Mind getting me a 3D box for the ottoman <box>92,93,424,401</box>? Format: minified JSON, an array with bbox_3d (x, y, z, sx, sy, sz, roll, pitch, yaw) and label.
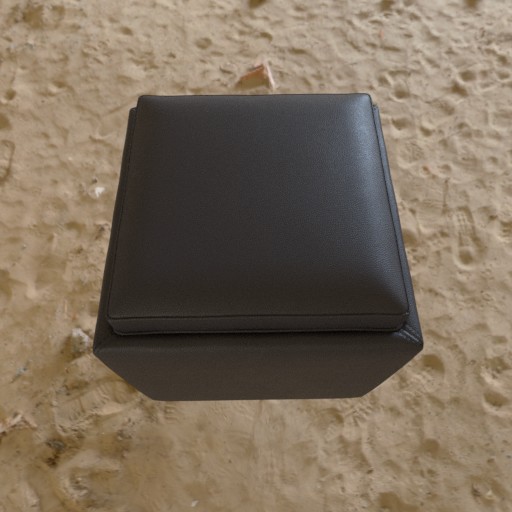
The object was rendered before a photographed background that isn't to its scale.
[{"bbox_3d":[0.000,0.000,0.810,0.450,0.460,0.451,-1,63,0],"label":"ottoman"}]
